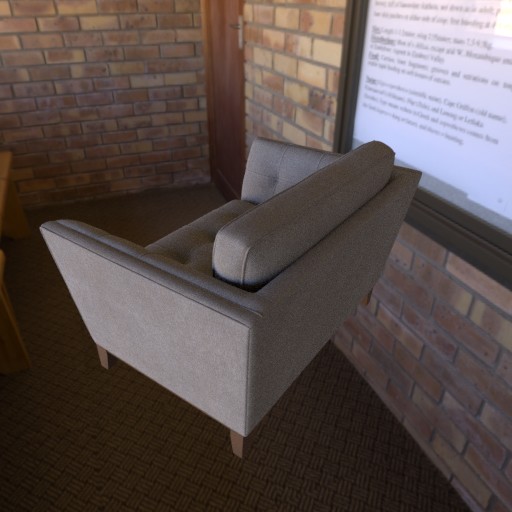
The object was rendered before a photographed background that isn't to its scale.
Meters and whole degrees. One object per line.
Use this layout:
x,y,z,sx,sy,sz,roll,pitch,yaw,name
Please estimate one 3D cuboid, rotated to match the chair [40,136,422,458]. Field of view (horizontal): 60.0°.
0.000,0.000,2.019,0.965,0.942,1.396,20,37,30,chair
